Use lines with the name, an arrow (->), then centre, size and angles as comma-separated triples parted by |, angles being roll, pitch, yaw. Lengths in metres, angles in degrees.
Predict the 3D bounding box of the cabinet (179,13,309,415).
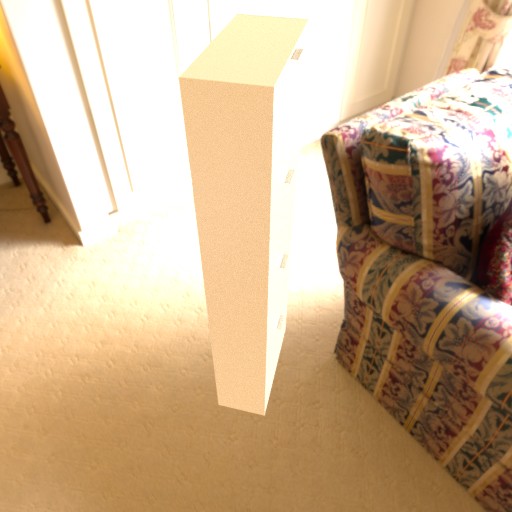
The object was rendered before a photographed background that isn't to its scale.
cabinet -> 0.000, 0.000, 1.792 | 0.255, 1.630, 0.520 | 10, 45, 10
